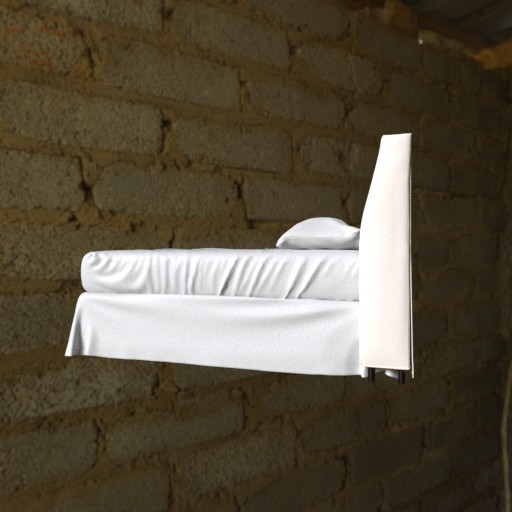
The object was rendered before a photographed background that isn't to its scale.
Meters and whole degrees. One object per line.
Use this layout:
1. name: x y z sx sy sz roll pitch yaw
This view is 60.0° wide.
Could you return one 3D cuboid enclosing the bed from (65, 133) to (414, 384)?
1. bed: 0.000 0.000 3.511 2.276 1.332 1.925 0 0 17
